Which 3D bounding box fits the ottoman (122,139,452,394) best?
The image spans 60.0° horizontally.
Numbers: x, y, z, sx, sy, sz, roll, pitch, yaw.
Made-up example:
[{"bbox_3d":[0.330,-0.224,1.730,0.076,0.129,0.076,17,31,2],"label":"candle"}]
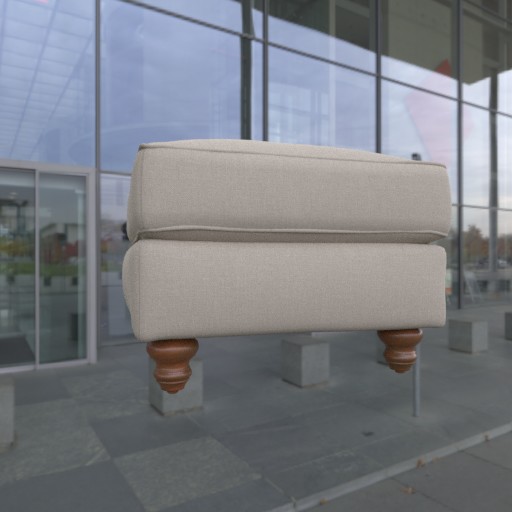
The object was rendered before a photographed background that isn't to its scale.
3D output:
[{"bbox_3d":[0.000,0.000,1.146,0.662,0.505,0.716,0,0,-17],"label":"ottoman"}]
